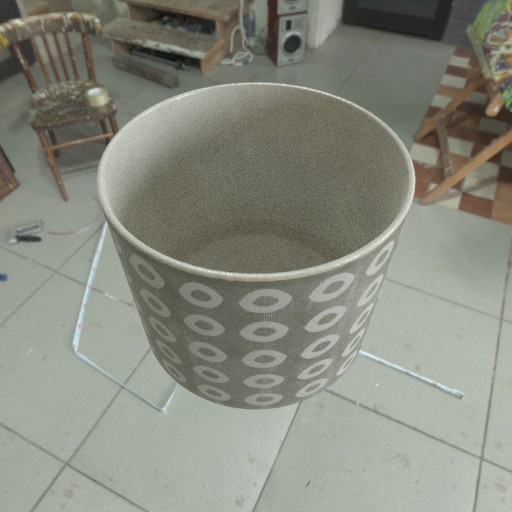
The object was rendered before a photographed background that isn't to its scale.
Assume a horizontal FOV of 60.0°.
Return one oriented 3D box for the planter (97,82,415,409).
[{"bbox_3d":[0.000,0.000,0.445,0.250,0.239,0.250,0,48,0],"label":"planter"}]
